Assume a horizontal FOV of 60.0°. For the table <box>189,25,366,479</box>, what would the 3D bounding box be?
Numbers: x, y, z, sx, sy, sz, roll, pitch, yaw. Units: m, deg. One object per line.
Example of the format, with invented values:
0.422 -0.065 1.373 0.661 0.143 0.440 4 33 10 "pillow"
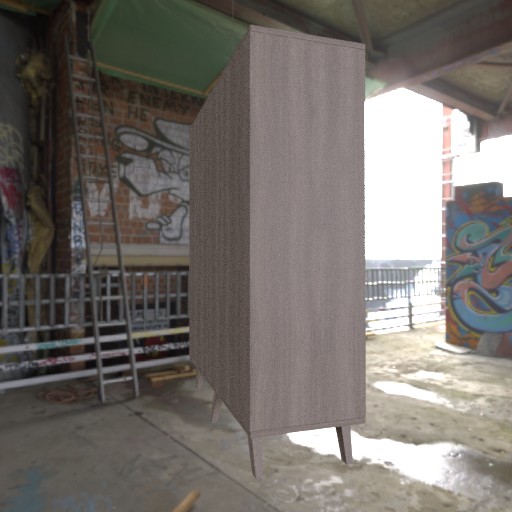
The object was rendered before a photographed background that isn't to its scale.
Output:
0.000 0.000 1.920 0.398 1.388 1.111 0 0 -18 "table"
